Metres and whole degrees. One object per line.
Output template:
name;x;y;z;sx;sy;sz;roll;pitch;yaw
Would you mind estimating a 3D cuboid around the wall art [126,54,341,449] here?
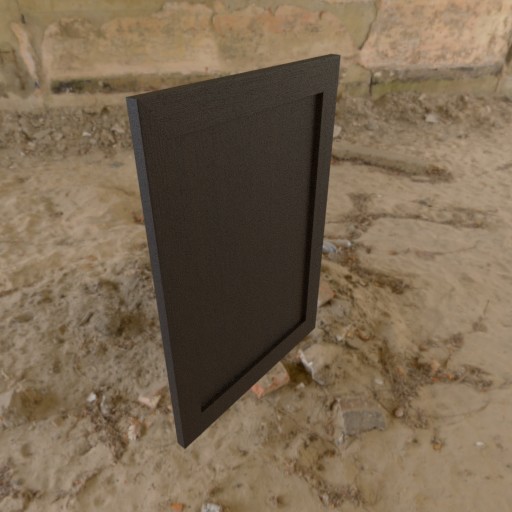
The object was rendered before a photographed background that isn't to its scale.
wall art;0.000;0.000;0.658;0.017;0.513;0.359;24;39;33
